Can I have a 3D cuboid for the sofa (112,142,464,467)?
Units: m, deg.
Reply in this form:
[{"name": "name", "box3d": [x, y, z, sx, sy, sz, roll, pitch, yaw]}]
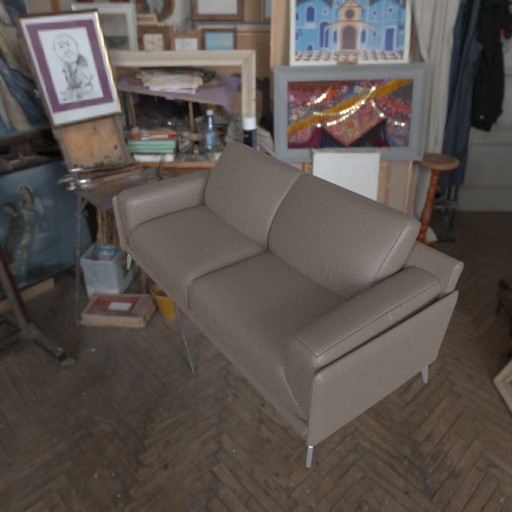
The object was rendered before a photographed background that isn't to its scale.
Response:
[{"name": "sofa", "box3d": [0.000, 0.000, 2.664, 1.049, 0.930, 2.101, -21, 37, -31]}]
